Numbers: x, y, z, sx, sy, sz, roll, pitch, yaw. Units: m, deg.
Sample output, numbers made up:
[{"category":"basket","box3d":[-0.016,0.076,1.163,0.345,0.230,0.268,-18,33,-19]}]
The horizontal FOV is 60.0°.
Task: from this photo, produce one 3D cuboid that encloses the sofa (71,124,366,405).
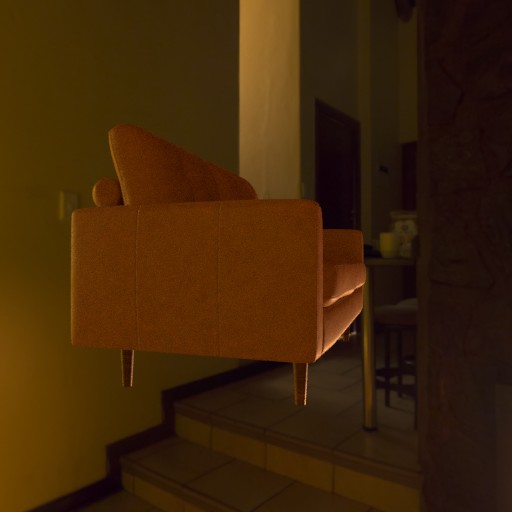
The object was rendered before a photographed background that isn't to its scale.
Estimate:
[{"category":"sofa","box3d":[0.000,0.000,1.956,0.868,0.898,1.430,0,0,18]}]
